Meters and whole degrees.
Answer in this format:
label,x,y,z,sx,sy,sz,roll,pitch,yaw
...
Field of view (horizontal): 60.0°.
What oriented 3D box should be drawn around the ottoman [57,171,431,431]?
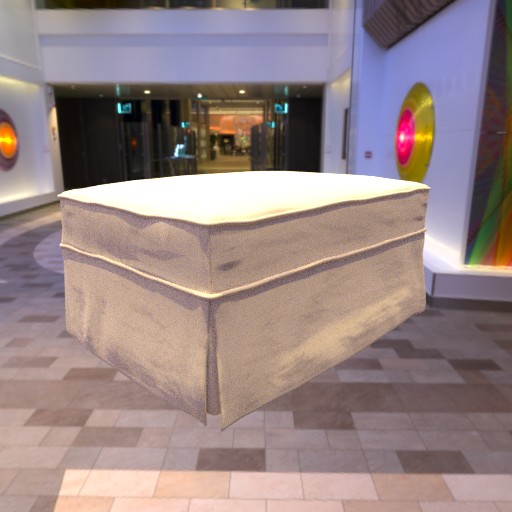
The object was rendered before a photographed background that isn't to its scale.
label,x,y,z,sx,sy,sz,roll,pitch,yaw
ottoman,0.000,0.000,1.326,0.703,0.479,0.944,13,19,43
